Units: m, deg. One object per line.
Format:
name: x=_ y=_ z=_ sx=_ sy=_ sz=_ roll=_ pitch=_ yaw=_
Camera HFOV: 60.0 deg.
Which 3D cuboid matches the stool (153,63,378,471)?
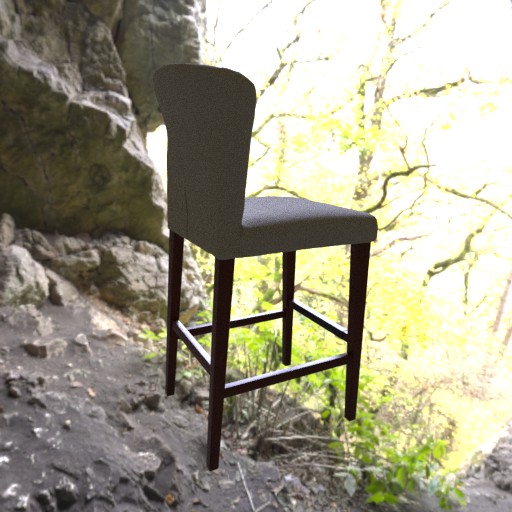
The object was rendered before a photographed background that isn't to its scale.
stool: x=0.000 y=0.000 z=1.389 sx=0.568 sy=1.069 sz=0.481 roll=-7 pitch=17 yaw=-26
